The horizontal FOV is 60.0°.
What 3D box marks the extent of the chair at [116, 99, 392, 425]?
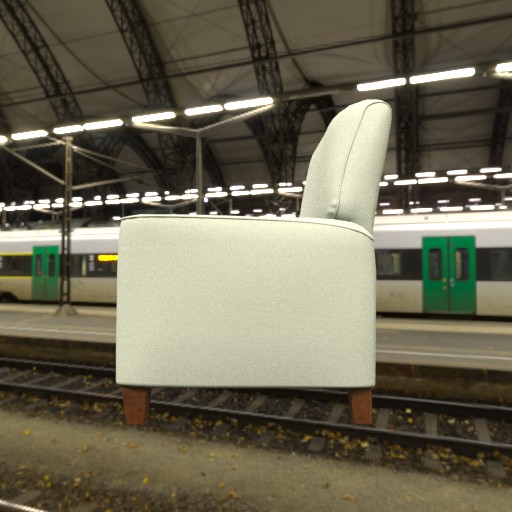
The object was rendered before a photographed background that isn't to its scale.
[{"bbox_3d":[0.000,0.000,1.682,0.846,1.007,0.853,0,-1,0],"label":"chair"}]
